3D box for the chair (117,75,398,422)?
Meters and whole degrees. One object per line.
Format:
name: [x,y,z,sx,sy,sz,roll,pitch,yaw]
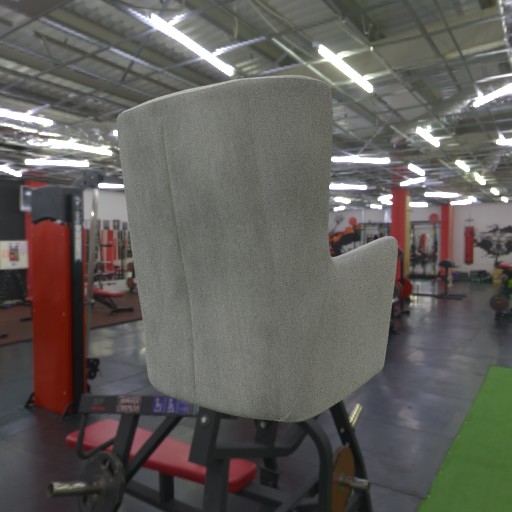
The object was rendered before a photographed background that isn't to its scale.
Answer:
chair: [0.000,0.000,1.628,0.779,1.000,0.904,1,2,36]
